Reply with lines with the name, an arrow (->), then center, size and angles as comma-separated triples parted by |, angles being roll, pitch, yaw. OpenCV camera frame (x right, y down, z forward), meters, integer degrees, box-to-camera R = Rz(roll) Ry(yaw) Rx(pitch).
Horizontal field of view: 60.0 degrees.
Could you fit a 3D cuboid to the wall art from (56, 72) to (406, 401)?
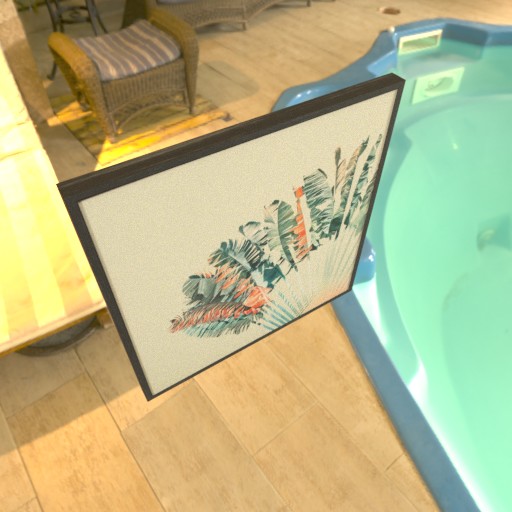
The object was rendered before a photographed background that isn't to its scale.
wall art -> 0.000, 0.000, 1.143 | 0.762, 0.758, 0.043 | -25, 52, -21
